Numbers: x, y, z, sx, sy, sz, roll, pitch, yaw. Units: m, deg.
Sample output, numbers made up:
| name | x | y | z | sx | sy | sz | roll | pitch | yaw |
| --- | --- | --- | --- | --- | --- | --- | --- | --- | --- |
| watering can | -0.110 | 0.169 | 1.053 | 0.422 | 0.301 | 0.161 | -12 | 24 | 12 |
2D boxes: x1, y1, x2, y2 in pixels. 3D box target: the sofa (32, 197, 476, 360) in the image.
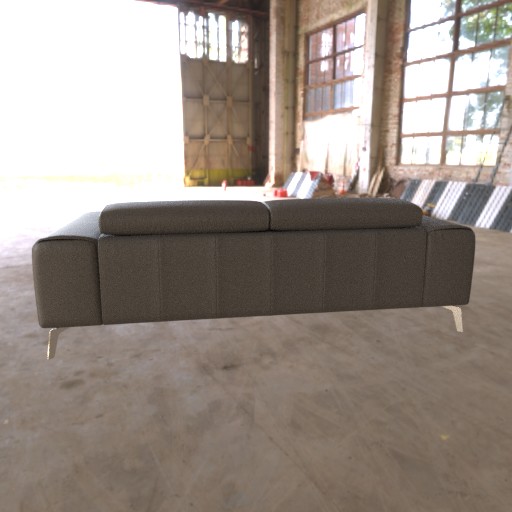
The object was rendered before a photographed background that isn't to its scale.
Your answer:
| name | x | y | z | sx | sy | sz | roll | pitch | yaw |
| --- | --- | --- | --- | --- | --- | --- | --- | --- | --- |
| sofa | 0.000 | 0.000 | 2.780 | 2.321 | 0.759 | 1.023 | -2 | 13 | -9 |
